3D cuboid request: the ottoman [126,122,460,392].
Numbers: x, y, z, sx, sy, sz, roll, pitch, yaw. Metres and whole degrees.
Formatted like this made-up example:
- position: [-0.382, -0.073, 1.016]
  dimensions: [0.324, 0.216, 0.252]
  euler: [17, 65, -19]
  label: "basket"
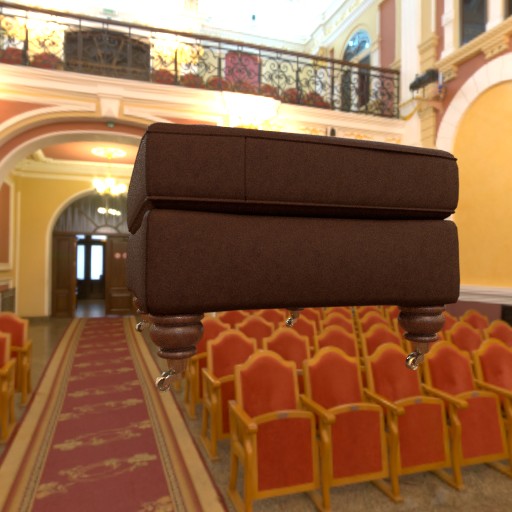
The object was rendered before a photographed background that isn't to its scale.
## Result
- position: [0.000, 0.000, 1.775]
  dimensions: [0.967, 0.730, 1.187]
  euler: [0, -1, -18]
  label: "ottoman"
